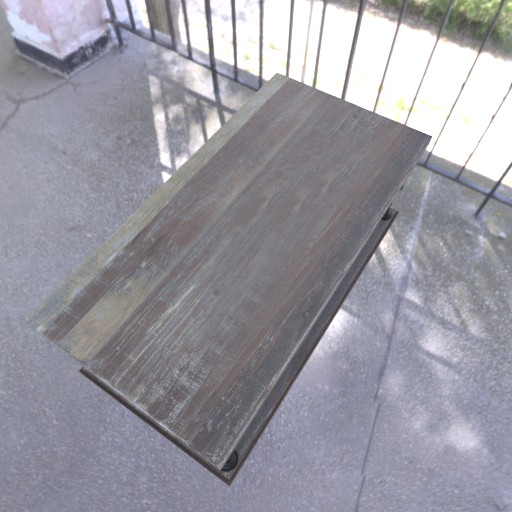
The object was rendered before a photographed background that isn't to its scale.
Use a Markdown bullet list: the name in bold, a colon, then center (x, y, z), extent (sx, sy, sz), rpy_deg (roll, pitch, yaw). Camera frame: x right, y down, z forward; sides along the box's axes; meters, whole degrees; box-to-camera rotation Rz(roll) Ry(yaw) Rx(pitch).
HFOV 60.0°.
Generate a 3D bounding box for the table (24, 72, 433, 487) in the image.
- **table**: center (0.000, 0.000, 1.342), extent (0.554, 0.399, 1.088), rpy_deg (29, 63, 17)
